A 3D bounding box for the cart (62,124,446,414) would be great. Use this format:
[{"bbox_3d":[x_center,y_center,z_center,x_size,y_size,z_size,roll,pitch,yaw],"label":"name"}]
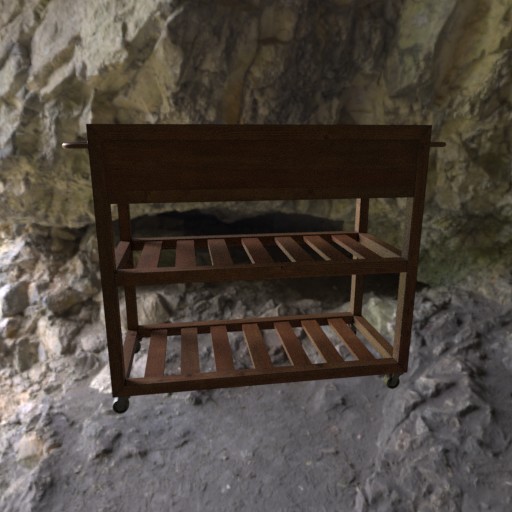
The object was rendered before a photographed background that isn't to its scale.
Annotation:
[{"bbox_3d":[0.000,0.000,1.474,1.065,0.830,0.445,-2,15,-9],"label":"cart"}]
